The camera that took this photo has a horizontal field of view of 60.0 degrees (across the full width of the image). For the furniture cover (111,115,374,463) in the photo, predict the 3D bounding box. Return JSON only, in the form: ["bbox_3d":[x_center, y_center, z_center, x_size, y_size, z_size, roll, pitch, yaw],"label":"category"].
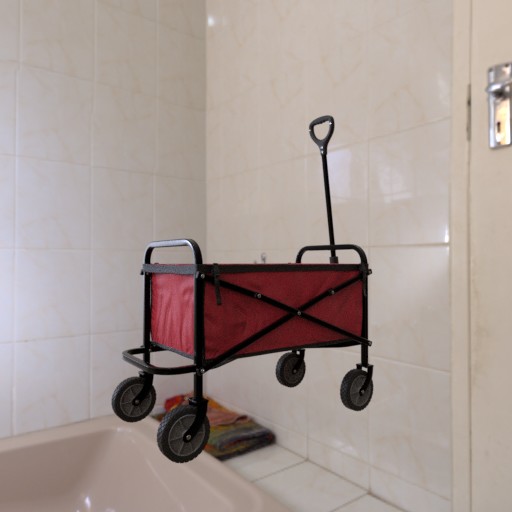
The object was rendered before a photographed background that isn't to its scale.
[{"bbox_3d":[0.000,0.000,1.829,1.038,1.295,0.532,1,-1,-36],"label":"furniture cover"}]
